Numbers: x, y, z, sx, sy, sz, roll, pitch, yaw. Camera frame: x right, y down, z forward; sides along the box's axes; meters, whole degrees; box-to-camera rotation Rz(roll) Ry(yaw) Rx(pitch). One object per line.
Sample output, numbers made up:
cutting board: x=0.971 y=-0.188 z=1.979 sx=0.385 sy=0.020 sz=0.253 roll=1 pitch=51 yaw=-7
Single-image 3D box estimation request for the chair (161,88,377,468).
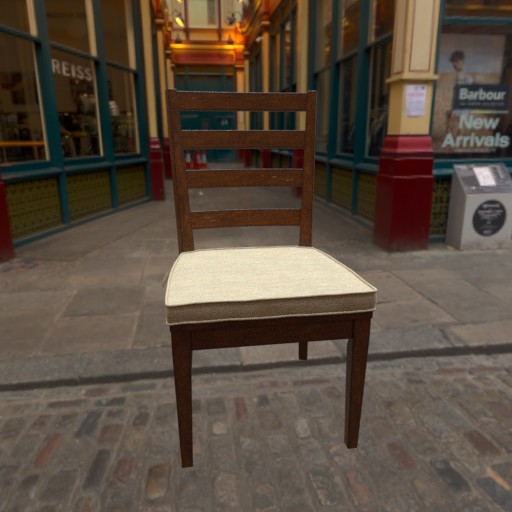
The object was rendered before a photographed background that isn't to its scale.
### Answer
chair: x=0.000 y=0.000 z=1.330 sx=0.593 sy=0.979 sz=0.595 roll=-3 pitch=16 yaw=-9
